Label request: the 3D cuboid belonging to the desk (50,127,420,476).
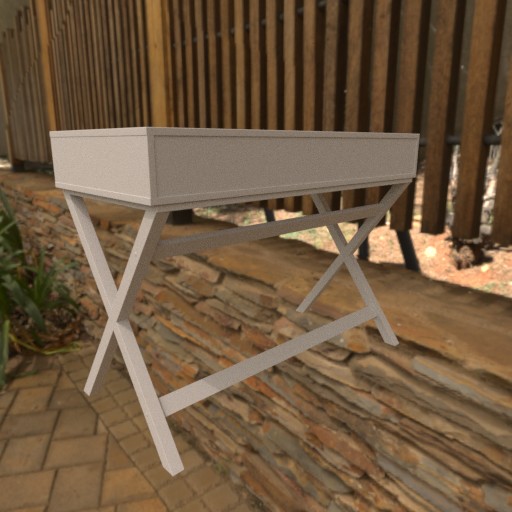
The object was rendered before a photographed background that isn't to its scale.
[{"bbox_3d":[0.000,0.000,1.459,1.057,0.780,0.525,-13,19,-42],"label":"desk"}]
